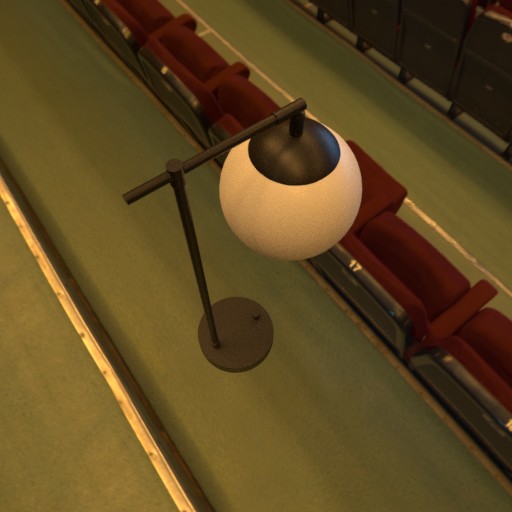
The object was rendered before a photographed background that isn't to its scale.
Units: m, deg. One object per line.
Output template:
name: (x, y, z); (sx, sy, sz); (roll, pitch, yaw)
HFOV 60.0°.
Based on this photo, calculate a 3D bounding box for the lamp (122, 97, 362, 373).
lamp: (0.000, 0.000, 0.706); (0.316, 0.559, 0.197); (-33, 65, -18)
